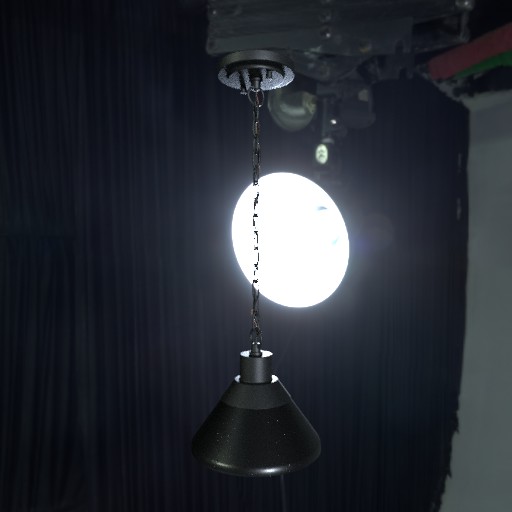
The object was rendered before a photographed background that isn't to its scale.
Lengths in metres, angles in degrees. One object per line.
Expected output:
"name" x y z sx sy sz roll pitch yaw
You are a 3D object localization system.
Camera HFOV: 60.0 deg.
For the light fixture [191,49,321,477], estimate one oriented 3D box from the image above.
"light fixture" 0.000 0.000 0.690 0.201 0.588 0.201 0 0 -35
